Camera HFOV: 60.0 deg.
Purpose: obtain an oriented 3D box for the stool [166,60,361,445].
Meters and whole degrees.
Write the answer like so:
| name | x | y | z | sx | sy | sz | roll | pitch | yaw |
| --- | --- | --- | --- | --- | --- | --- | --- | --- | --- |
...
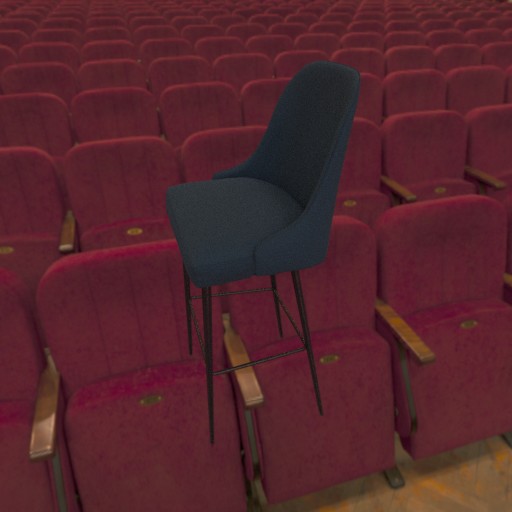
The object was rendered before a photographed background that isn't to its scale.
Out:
| name | x | y | z | sx | sy | sz | roll | pitch | yaw |
| --- | --- | --- | --- | --- | --- | --- | --- | --- | --- |
| stool | 0.000 | 0.000 | 1.373 | 0.489 | 1.079 | 0.527 | -9 | 32 | -14 |
